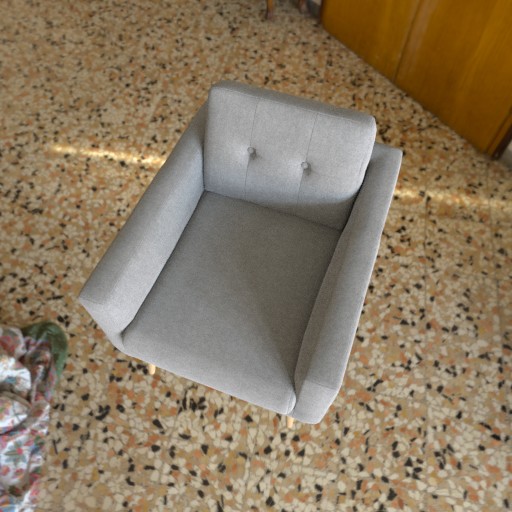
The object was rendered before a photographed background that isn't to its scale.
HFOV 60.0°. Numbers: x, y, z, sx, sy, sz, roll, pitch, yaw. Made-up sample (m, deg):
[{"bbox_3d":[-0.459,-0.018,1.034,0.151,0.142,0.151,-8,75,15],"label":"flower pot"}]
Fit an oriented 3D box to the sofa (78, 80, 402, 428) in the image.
[{"bbox_3d":[0.000,0.000,1.550,0.770,0.860,0.920,18,60,11],"label":"sofa"}]
